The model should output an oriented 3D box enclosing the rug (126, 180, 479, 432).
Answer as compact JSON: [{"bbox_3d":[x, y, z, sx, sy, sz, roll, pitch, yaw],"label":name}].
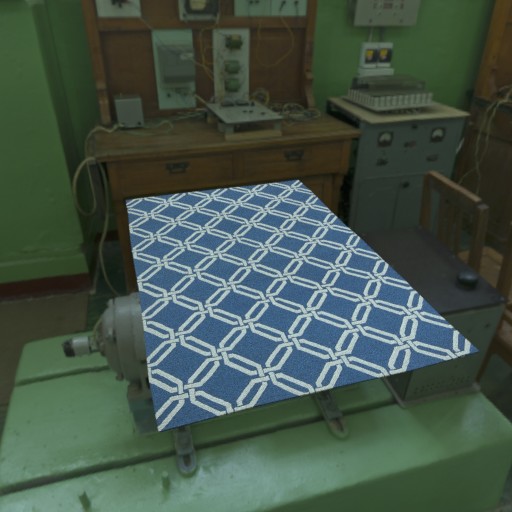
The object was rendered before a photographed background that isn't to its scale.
[{"bbox_3d":[0.000,0.000,2.158,1.153,0.010,1.755,-9,32,-15],"label":"rug"}]
